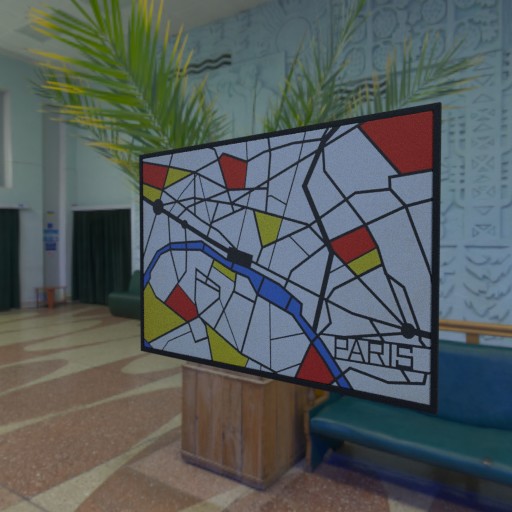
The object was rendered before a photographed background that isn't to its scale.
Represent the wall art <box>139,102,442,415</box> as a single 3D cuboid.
[{"bbox_3d":[0.000,0.000,1.227,0.963,0.665,0.013,1,2,36],"label":"wall art"}]
